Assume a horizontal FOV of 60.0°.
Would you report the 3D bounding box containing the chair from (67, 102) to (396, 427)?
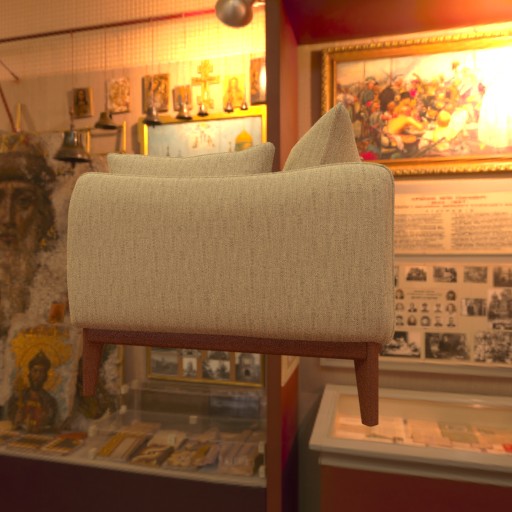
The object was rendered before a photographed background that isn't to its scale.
[{"bbox_3d":[0.000,0.000,1.672,0.991,0.855,0.994,0,0,16],"label":"chair"}]
